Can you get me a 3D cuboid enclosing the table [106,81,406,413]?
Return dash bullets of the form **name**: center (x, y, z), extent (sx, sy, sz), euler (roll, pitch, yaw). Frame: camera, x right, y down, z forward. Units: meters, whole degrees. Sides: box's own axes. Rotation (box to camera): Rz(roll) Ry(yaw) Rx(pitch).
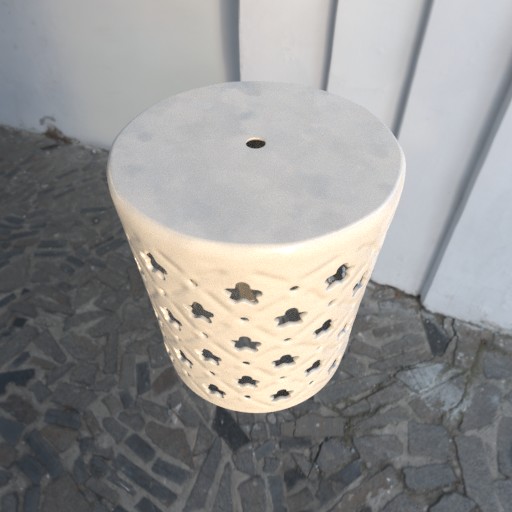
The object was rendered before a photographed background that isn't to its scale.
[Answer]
- **table**: center (0.000, 0.000, 0.662), extent (0.352, 0.387, 0.352), euler (0, 46, 0)
